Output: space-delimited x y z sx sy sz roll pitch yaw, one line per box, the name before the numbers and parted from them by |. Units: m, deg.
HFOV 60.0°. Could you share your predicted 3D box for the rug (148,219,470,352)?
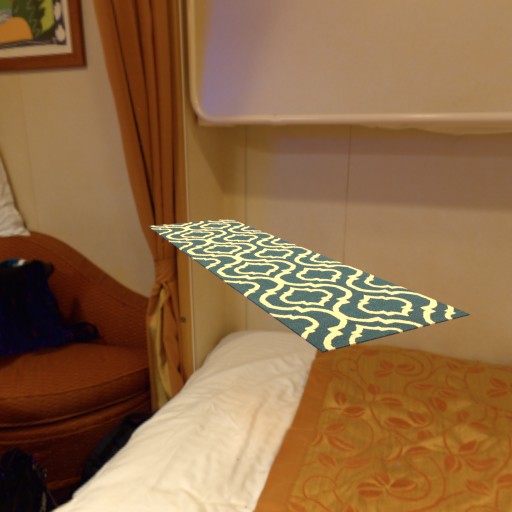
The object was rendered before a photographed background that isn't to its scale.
rug | 0.000 0.000 2.548 0.685 0.006 2.296 -7 17 -26
